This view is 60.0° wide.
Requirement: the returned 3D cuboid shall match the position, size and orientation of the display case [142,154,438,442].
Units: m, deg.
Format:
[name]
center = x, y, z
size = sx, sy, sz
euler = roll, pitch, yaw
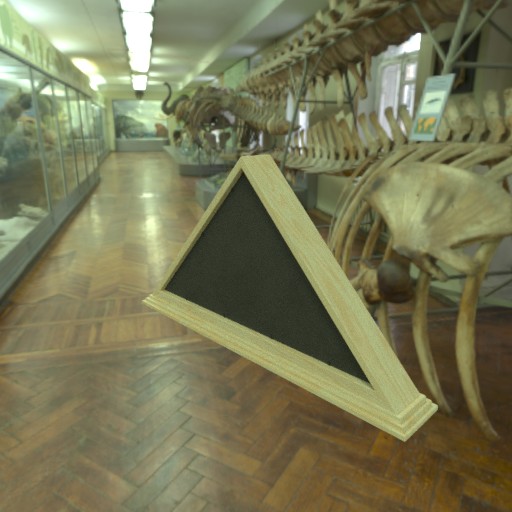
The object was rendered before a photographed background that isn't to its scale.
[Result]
[display case]
center = 0.000, 0.000, 0.768
size = 0.095, 0.340, 0.640
euler = -16, 23, -42
